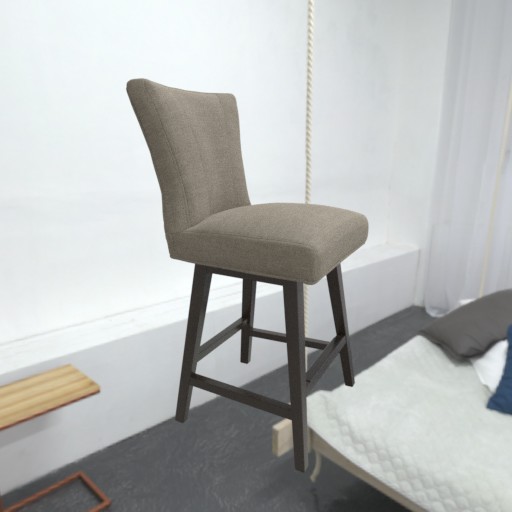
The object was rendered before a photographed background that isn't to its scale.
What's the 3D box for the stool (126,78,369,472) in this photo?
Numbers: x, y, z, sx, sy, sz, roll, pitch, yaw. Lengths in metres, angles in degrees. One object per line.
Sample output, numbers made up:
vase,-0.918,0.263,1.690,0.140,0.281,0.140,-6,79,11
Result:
stool,0.000,0.000,1.366,0.574,1.000,0.514,7,17,26
